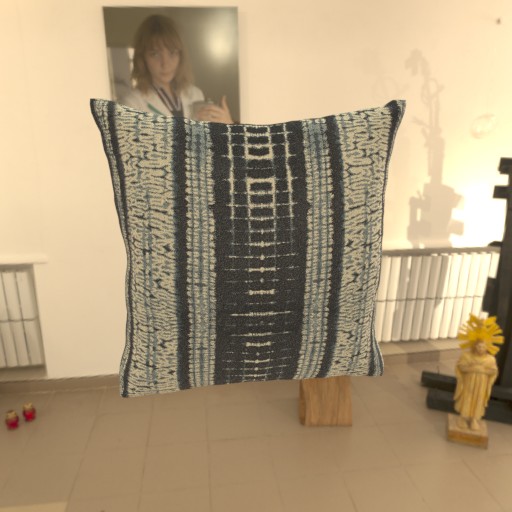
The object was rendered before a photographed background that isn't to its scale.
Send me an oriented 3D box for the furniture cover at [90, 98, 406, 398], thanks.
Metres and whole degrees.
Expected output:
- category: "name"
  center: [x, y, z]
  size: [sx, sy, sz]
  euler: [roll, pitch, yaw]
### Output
- category: "furniture cover"
  center: [0.000, 0.000, 0.648]
  size: [0.425, 0.435, 0.133]
  euler: [-2, 16, -8]
